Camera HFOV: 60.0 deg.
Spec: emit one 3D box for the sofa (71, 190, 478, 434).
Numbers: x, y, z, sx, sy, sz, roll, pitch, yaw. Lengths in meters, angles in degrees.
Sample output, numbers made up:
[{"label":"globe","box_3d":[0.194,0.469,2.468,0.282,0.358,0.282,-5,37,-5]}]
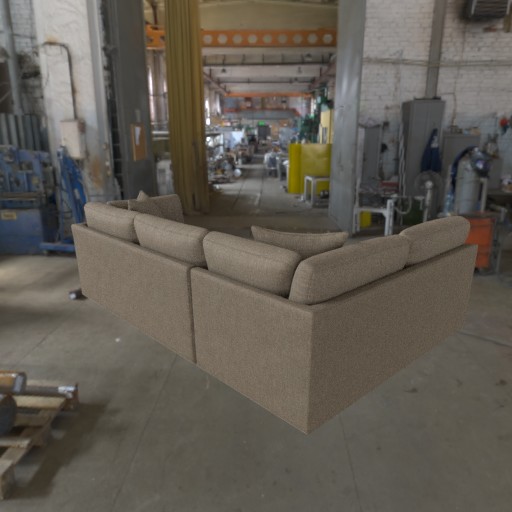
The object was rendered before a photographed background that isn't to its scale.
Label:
[{"label":"sofa","box_3d":[0.000,0.000,3.801,1.994,0.978,2.896,-14,21,-41]}]
